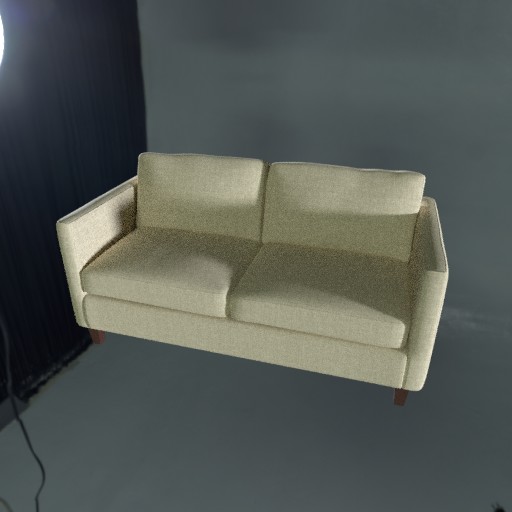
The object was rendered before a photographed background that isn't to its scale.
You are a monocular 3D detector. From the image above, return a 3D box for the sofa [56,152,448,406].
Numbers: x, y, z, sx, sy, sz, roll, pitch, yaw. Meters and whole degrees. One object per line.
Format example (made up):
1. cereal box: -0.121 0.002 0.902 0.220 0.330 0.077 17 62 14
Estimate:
1. sofa: 0.000 0.000 2.495 1.884 0.963 0.950 8 28 14
